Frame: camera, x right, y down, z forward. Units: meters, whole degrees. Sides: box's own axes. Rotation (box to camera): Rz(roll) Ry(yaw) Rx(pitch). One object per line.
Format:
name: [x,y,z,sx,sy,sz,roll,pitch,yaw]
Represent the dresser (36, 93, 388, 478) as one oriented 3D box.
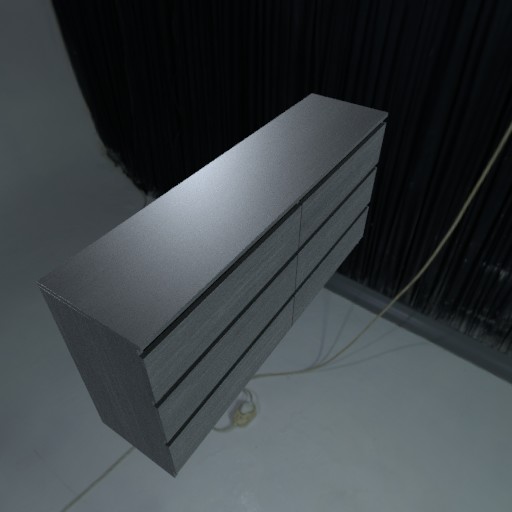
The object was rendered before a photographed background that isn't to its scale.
dresser: [0.000,0.000,1.904,0.400,0.795,1.590,24,47,25]
